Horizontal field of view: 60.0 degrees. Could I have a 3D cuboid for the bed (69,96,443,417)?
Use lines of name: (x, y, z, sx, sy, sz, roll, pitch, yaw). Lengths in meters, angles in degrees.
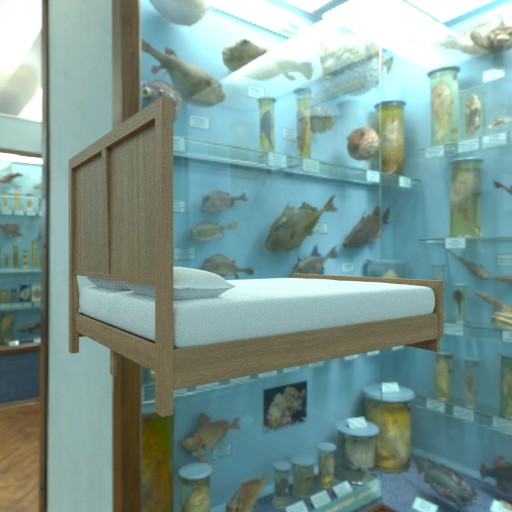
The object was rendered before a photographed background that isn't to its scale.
bed: (0.000, 0.000, 3.206, 2.184, 1.387, 1.606, 0, 0, -36)
